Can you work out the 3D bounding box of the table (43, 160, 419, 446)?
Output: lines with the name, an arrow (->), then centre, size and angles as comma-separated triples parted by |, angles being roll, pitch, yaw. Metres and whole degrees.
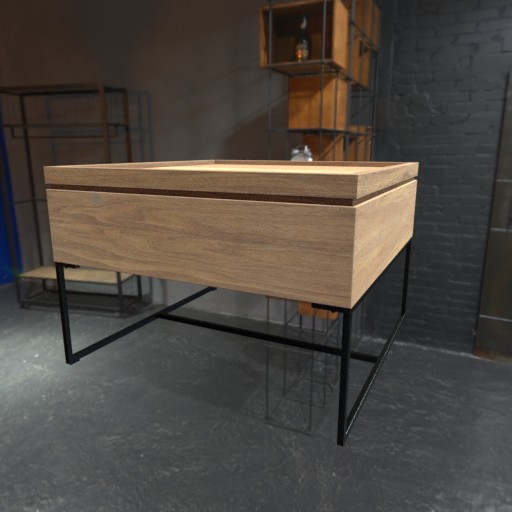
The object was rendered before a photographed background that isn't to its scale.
table -> 0.000, 0.000, 1.145 | 0.679, 0.464, 0.676 | 7, 15, 26
